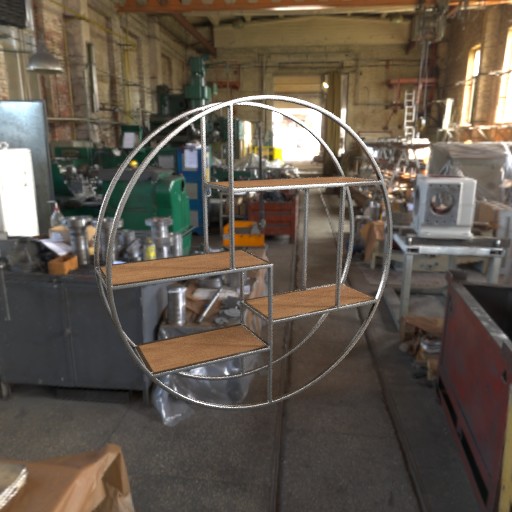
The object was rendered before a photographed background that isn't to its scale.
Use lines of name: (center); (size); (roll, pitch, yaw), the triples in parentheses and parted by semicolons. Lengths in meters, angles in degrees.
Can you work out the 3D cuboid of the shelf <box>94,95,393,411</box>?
shelf: (0.000, 0.000, 1.320); (0.888, 0.888, 0.202); (-7, 16, -26)
